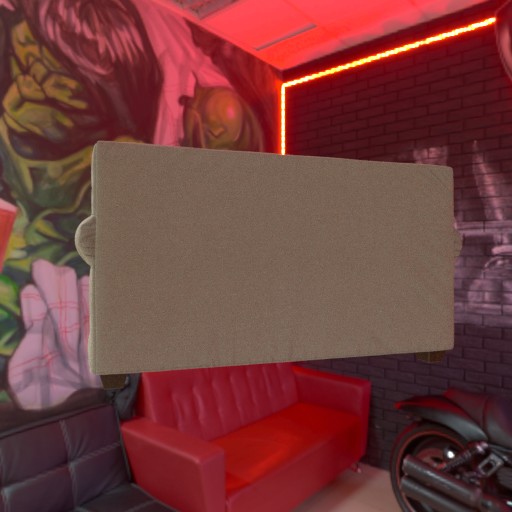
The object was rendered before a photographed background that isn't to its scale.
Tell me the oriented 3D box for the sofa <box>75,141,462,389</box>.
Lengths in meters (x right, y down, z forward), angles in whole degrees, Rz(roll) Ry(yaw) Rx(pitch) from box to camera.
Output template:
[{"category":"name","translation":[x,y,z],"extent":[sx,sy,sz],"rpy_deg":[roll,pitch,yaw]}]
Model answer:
[{"category":"sofa","translation":[0.000,0.000,2.138],"extent":[1.550,0.905,1.070],"rpy_deg":[0,-1,-17]}]
